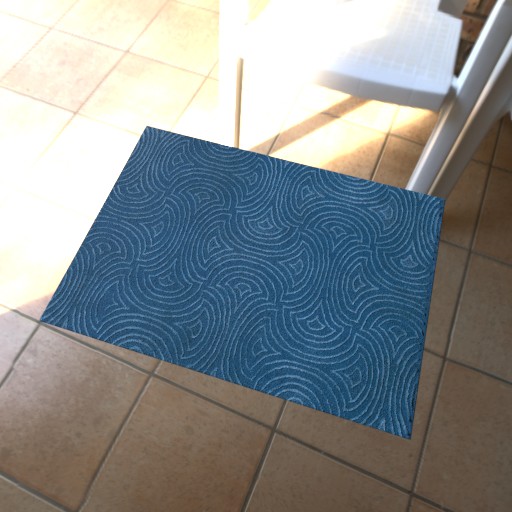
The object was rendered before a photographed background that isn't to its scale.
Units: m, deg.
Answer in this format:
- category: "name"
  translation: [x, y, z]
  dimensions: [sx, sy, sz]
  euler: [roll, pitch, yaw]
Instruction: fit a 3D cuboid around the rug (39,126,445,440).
- category: "rug"
  translation: [0.000, 0.000, 2.746]
  dimensions: [2.144, 0.015, 1.543]
  euler: [16, 65, 8]
